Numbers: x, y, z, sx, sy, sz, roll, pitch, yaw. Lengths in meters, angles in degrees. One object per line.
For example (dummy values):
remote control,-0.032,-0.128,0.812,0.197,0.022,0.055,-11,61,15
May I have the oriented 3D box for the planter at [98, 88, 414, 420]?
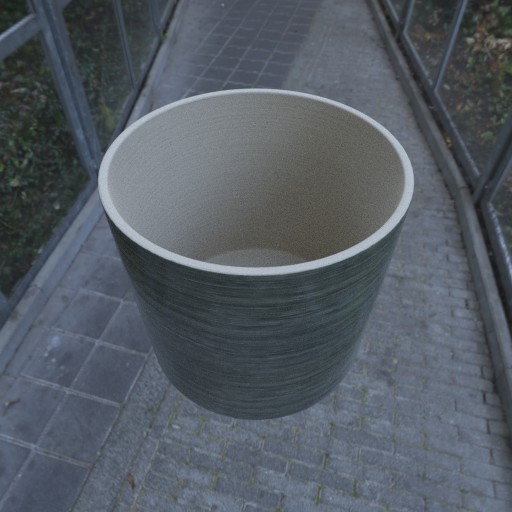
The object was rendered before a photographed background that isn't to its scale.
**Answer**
planter,0.000,0.000,0.391,0.221,0.201,0.221,0,46,0
